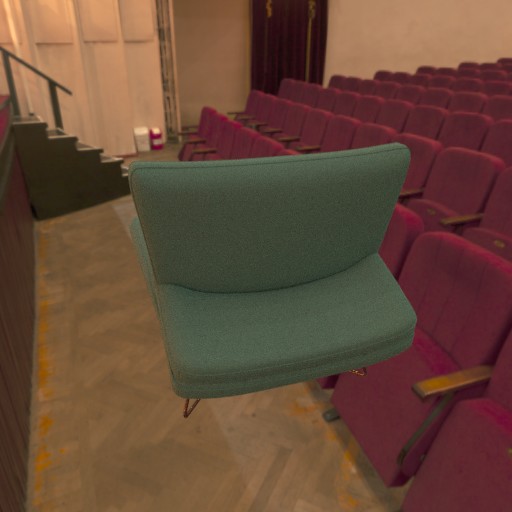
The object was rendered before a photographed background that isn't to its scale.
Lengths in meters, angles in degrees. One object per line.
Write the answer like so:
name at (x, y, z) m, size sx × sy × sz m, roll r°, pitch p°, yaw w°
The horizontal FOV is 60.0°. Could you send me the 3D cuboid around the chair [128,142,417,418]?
chair at (0.000, 0.000, 1.635) m, size 0.859 × 0.855 × 1.008 m, roll -8°, pitch 27°, yaw -16°
